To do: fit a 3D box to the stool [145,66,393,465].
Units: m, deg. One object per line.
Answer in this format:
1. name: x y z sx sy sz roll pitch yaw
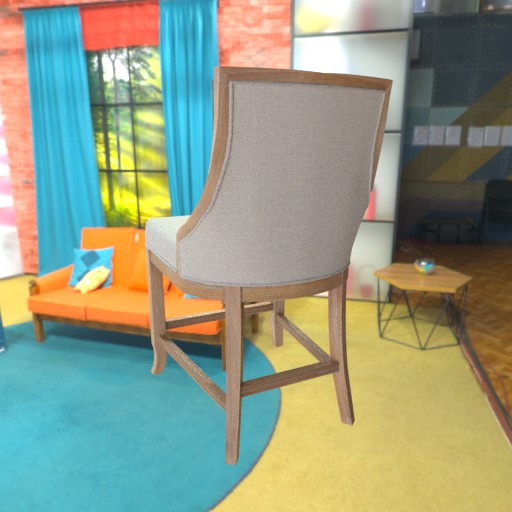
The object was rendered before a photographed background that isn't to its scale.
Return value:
1. stool: 0.000 0.000 1.302 0.524 0.938 0.626 -7 16 -25
